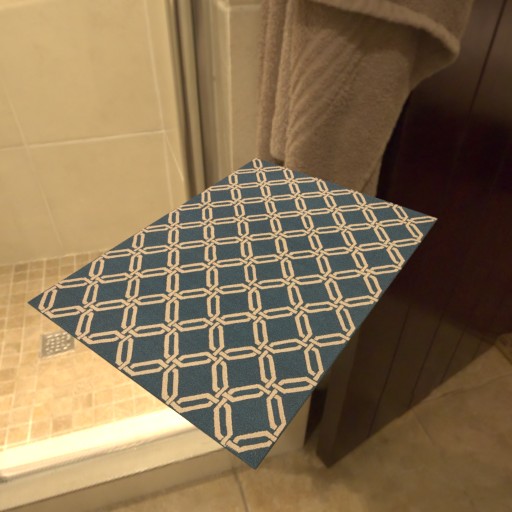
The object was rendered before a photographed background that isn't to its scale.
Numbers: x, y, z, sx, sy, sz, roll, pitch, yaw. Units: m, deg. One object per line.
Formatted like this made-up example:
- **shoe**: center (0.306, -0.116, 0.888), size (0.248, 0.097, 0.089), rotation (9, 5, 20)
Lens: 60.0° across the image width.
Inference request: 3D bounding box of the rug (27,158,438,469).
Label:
- **rug**: center (0.000, 0.000, 4.299), size (2.432, 0.018, 3.342), rotation (25, 45, 27)
